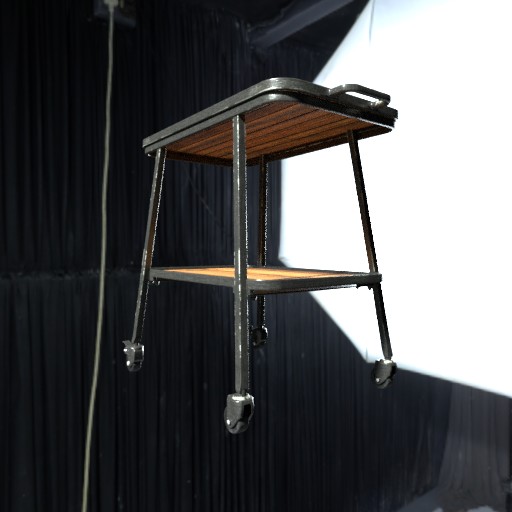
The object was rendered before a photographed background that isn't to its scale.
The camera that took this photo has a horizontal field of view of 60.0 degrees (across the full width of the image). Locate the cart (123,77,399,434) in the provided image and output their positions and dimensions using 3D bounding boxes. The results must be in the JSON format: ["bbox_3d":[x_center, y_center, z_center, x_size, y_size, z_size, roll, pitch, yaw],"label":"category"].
[{"bbox_3d":[0.000,0.000,1.232,0.515,0.700,0.806,-1,1,-37],"label":"cart"}]
